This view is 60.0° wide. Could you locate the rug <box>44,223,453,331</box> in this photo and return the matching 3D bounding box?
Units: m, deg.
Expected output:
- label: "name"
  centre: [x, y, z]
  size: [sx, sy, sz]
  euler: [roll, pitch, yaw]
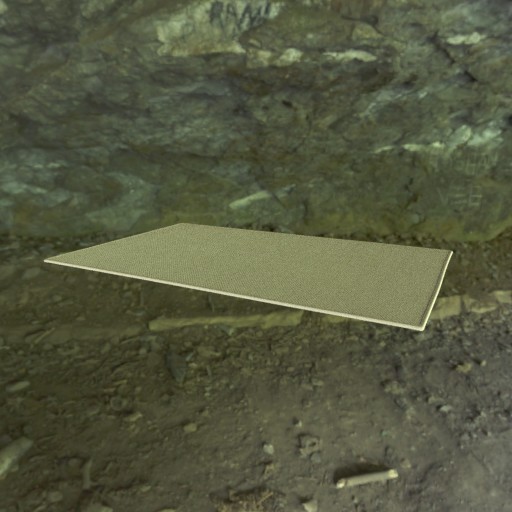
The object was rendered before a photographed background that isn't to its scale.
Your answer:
- label: "rug"
  centre: [0.000, 0.000, 2.138]
  size: [1.676, 0.013, 1.067]
  euler: [8, 16, 27]
